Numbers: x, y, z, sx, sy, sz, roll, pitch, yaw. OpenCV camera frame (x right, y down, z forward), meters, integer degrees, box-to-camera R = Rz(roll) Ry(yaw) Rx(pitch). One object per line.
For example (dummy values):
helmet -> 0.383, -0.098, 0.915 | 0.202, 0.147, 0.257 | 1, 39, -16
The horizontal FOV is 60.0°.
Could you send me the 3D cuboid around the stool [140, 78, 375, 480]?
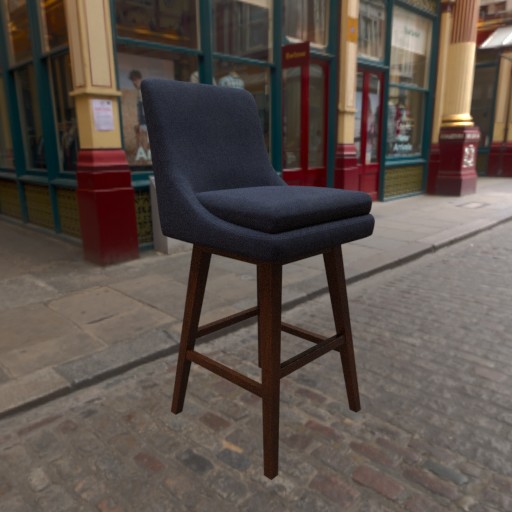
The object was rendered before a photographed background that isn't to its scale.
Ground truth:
stool -> 0.000, 0.000, 1.401 | 0.572, 1.068, 0.489 | 13, 19, 42
